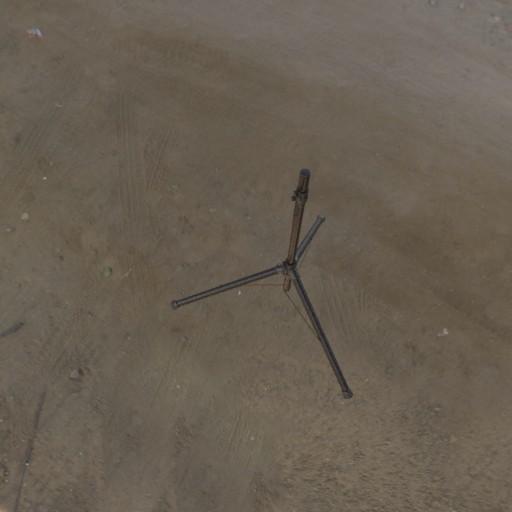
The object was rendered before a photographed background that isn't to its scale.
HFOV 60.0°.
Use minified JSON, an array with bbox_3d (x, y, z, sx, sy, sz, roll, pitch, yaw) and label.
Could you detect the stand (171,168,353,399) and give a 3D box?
[{"bbox_3d":[0.000,0.000,1.884,0.907,1.136,1.045,-2,64,-1],"label":"stand"}]
